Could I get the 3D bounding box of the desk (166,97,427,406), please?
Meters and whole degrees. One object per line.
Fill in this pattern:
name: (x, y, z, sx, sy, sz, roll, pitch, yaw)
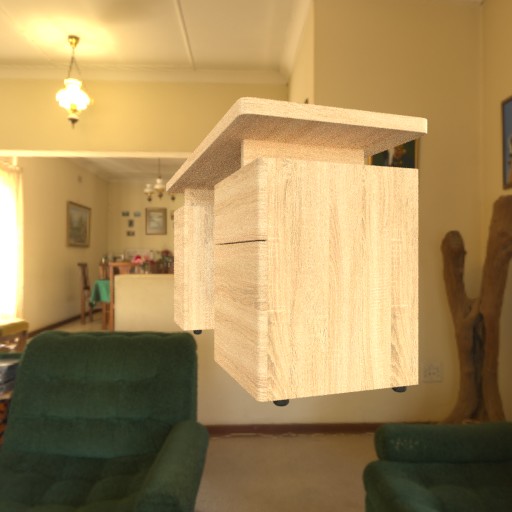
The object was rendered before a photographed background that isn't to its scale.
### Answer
desk: (0.000, 0.000, 1.801, 0.550, 0.760, 1.400, 0, 0, -19)
